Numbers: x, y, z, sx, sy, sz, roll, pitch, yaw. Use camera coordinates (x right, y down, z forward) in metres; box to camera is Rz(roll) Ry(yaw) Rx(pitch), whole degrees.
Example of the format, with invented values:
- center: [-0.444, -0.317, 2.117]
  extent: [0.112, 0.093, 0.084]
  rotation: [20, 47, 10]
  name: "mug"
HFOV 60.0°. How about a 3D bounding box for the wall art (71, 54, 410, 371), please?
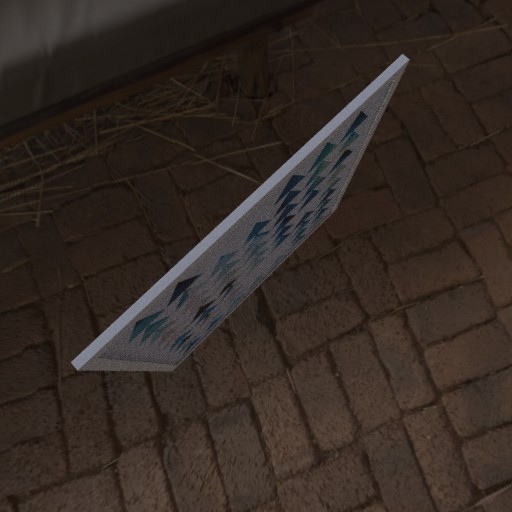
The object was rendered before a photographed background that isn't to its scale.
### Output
- center: [0.000, 0.000, 0.801]
  extent: [0.557, 0.557, 0.012]
  rotation: [-44, 80, -10]
  name: "wall art"
